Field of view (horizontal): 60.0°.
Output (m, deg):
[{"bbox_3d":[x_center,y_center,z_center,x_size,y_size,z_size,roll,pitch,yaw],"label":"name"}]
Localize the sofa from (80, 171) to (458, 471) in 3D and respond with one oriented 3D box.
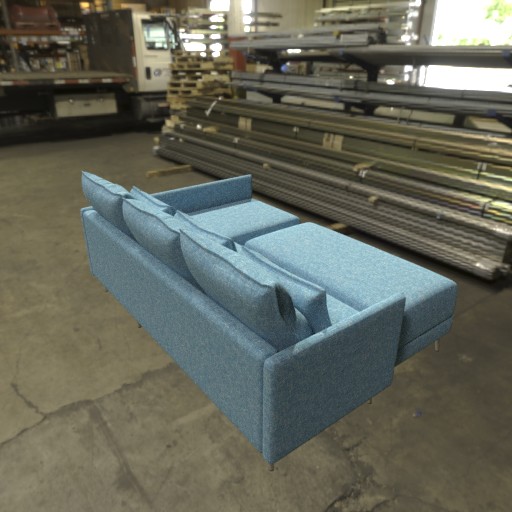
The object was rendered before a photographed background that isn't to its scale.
[{"bbox_3d":[0.000,0.000,2.693,1.420,0.899,2.034,-18,31,-33],"label":"sofa"}]
